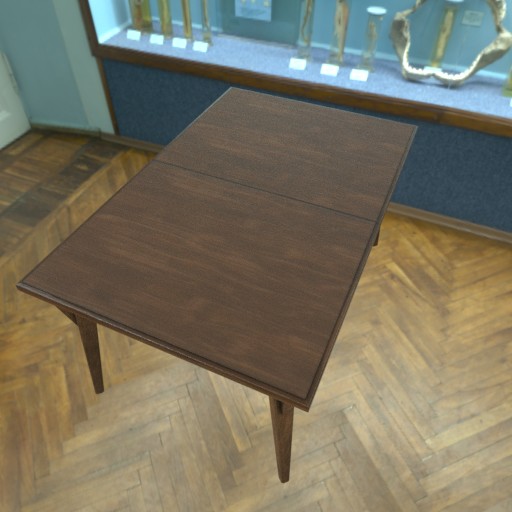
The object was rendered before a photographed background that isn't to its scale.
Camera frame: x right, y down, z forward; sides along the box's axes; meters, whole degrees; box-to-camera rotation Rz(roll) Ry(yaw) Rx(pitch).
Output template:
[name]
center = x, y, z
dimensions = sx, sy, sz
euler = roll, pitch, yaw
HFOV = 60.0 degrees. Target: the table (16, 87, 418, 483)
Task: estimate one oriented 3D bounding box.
[table]
center = 0.000, 0.000, 2.017
dimensions = 0.990, 0.761, 1.524
euler = 18, 49, 17
